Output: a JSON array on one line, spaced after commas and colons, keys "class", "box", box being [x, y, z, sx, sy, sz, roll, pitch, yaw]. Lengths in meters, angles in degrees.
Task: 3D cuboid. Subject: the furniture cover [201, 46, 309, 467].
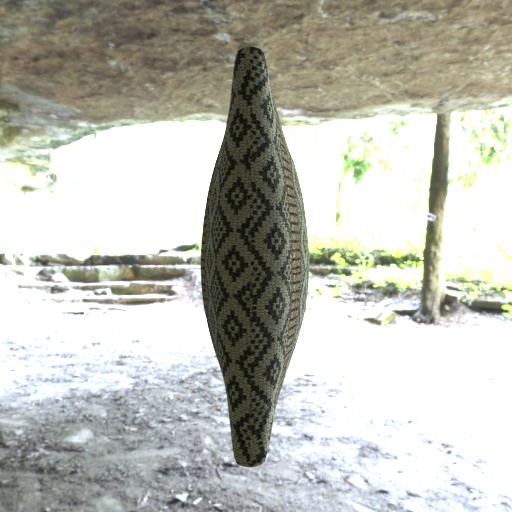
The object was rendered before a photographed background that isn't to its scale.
[{"class": "furniture cover", "box": [0.000, 0.000, 0.778, 0.182, 0.506, 0.503, 0, 1, 2]}]
